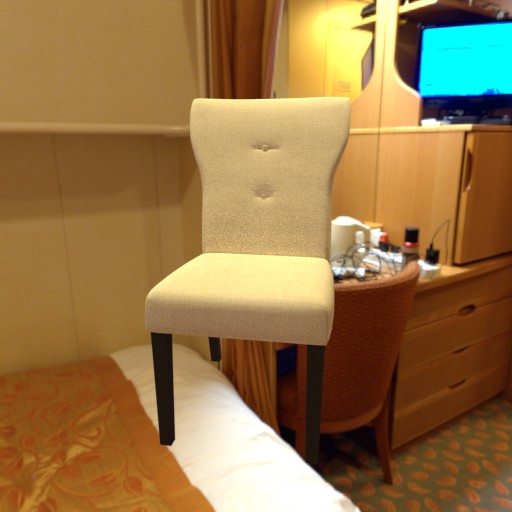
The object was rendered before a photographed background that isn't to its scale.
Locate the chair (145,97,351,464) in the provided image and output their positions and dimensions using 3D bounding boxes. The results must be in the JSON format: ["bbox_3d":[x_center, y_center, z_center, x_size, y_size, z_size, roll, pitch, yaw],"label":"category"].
[{"bbox_3d":[0.000,0.000,1.289,0.509,0.921,0.597,3,14,10],"label":"chair"}]
